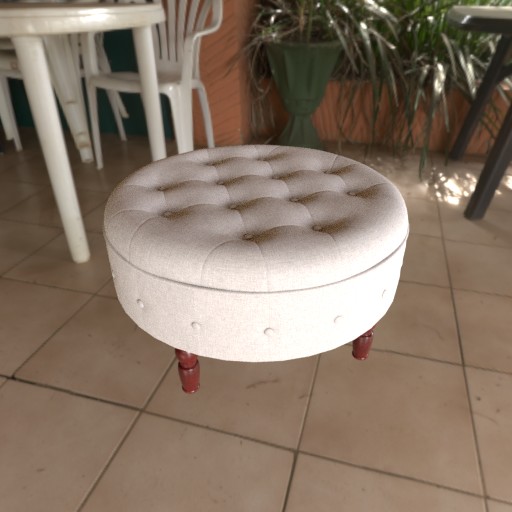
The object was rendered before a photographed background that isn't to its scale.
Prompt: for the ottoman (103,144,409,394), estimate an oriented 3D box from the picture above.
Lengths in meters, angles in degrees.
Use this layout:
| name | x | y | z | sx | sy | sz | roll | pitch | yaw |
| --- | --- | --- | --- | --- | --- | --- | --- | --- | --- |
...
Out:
| name | x | y | z | sx | sy | sz | roll | pitch | yaw |
| --- | --- | --- | --- | --- | --- | --- | --- | --- | --- |
| ottoman | 0.000 | 0.000 | 1.365 | 0.849 | 0.478 | 0.849 | 0 | 31 | 0 |
